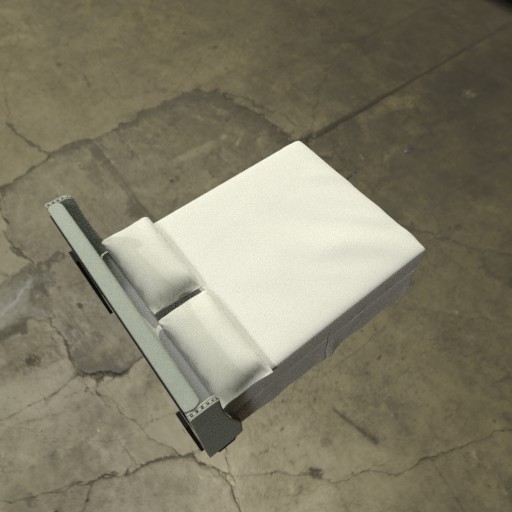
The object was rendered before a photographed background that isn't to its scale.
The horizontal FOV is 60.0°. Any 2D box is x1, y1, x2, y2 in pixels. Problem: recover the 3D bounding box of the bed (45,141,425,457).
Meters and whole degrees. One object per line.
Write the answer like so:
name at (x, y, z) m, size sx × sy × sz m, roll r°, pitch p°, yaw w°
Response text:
bed at (0.000, 0.000, 3.402) m, size 2.237 × 1.407 × 1.710 m, roll -34°, pitch 64°, yaw -19°
